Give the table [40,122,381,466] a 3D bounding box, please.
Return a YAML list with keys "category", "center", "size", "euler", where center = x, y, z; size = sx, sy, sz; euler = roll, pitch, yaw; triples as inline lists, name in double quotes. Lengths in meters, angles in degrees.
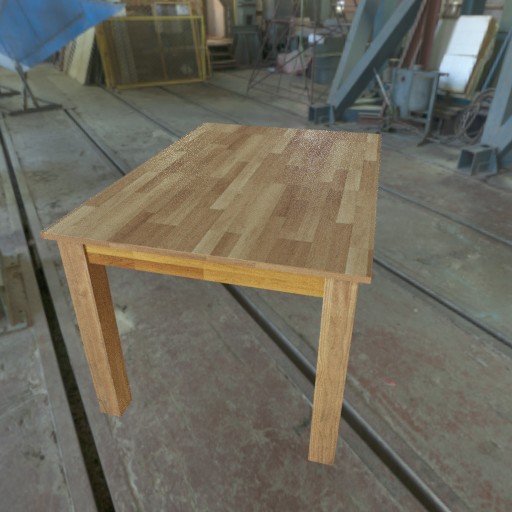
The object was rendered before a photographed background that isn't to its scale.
- category: "table"
  center: [0.000, 0.000, 1.865]
  size: [0.900, 0.750, 1.300]
  euler: [8, 31, 13]
